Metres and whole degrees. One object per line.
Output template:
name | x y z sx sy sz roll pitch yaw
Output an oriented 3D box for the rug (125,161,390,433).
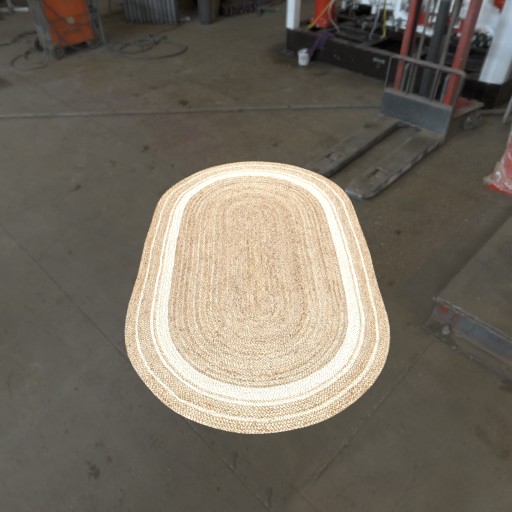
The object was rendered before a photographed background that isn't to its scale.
rug | 0.000 0.000 2.941 1.520 0.006 2.432 -1 42 -1
